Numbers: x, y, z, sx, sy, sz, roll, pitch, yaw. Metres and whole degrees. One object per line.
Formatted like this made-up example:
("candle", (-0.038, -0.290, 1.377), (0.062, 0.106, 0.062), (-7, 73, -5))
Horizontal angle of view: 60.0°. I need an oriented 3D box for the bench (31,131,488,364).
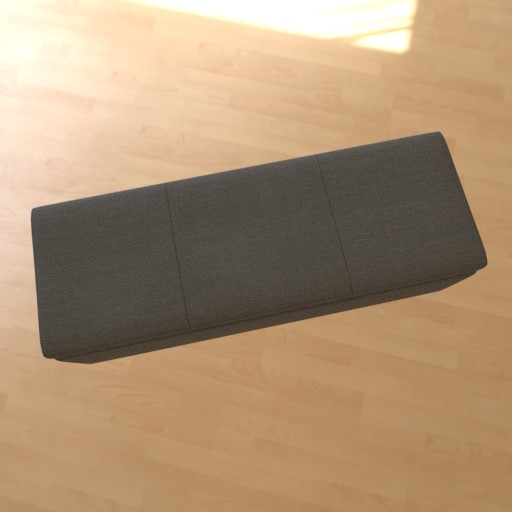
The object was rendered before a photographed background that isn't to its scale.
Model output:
("bench", (0.000, 0.000, 1.452), (1.269, 0.438, 0.446), (-11, 75, -3))
